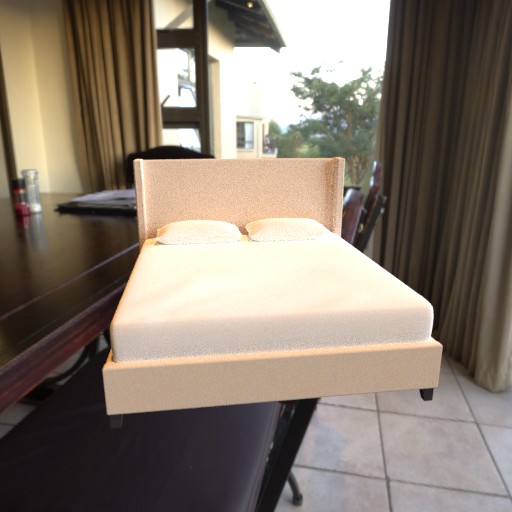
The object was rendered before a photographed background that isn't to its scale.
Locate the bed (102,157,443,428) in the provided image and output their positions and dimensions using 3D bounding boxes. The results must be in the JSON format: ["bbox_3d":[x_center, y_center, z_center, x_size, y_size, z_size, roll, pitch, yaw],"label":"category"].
[{"bbox_3d":[0.000,0.000,3.729,2.145,1.471,2.293,-2,16,-8],"label":"bed"}]
